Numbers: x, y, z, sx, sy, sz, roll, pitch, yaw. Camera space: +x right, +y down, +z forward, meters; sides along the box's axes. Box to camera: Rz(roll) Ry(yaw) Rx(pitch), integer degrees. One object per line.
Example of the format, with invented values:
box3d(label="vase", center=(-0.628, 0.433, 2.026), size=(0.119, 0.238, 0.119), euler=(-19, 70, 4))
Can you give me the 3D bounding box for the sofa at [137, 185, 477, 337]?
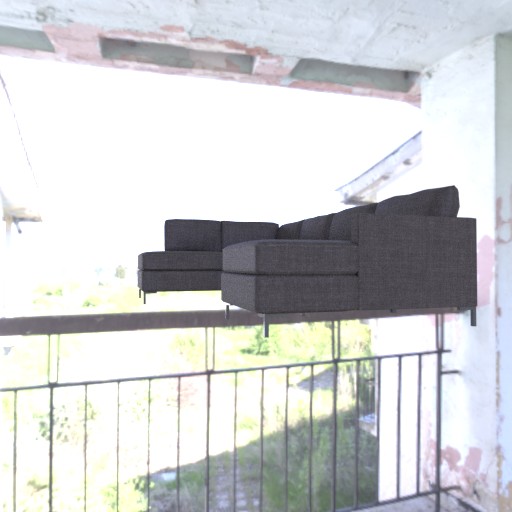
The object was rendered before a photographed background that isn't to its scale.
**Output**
box3d(label="sofa", center=(0.000, 0.000, 4.252), size=(2.048, 0.999, 3.423), euler=(0, -1, -18))
